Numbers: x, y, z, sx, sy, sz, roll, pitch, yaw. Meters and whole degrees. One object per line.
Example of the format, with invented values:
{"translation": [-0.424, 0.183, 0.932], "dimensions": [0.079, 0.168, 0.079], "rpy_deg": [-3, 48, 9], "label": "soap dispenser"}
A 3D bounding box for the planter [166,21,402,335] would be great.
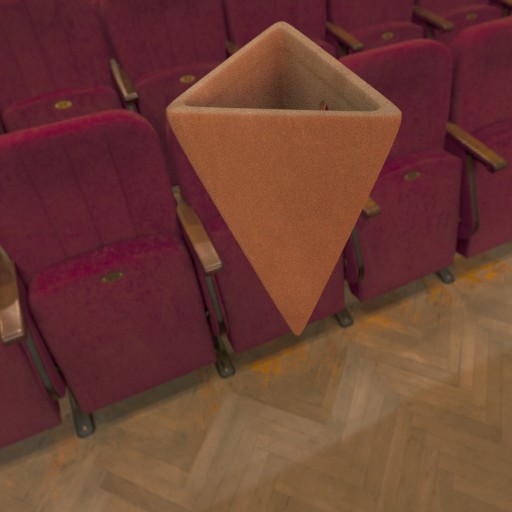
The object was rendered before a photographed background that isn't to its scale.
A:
{"translation": [0.000, 0.000, 0.269], "dimensions": [0.081, 0.224, 0.101], "rpy_deg": [-19, 50, -16], "label": "planter"}
